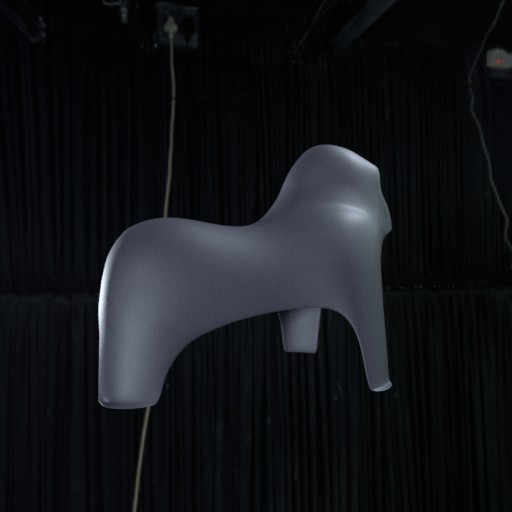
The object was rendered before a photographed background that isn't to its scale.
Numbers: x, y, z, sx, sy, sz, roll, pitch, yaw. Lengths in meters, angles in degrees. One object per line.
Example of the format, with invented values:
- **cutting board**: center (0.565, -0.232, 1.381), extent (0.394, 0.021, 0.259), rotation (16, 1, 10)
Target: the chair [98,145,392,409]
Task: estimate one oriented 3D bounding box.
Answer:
- **chair**: center (0.000, 0.000, 1.137), extent (0.758, 0.600, 0.490), rotation (1, -2, -19)
